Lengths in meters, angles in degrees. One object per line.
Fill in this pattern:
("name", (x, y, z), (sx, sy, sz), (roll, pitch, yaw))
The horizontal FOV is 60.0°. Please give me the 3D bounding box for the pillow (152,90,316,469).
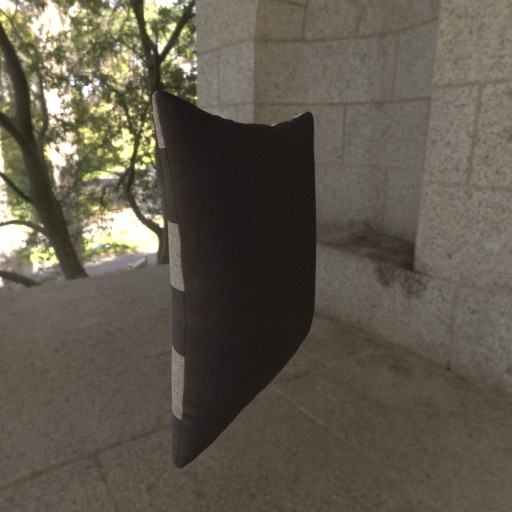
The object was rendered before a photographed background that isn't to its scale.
("pillow", (0.000, 0.000, 0.783), (0.161, 0.509, 0.511), (7, 17, 25))
